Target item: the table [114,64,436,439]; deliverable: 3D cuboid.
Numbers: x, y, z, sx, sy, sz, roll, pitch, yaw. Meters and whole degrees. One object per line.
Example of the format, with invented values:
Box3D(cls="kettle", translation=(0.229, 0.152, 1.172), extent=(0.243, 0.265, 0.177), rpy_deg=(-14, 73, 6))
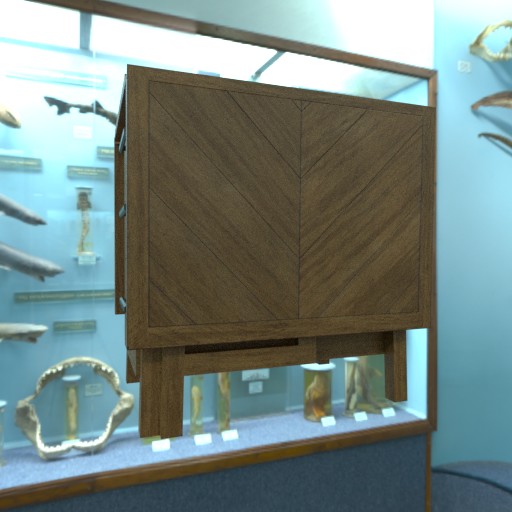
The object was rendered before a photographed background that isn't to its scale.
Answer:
Box3D(cls="table", translation=(0.000, 0.000, 1.263), extent=(0.746, 0.763, 0.591), rpy_deg=(0, 1, -20))
